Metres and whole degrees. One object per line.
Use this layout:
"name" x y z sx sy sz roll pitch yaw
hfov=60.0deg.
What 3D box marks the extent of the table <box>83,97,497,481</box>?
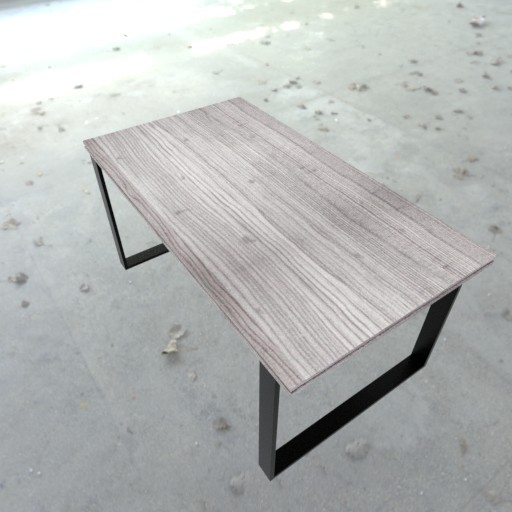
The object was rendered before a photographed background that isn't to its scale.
"table" 0.000 0.000 2.032 0.881 0.736 1.579 -25 48 -25
